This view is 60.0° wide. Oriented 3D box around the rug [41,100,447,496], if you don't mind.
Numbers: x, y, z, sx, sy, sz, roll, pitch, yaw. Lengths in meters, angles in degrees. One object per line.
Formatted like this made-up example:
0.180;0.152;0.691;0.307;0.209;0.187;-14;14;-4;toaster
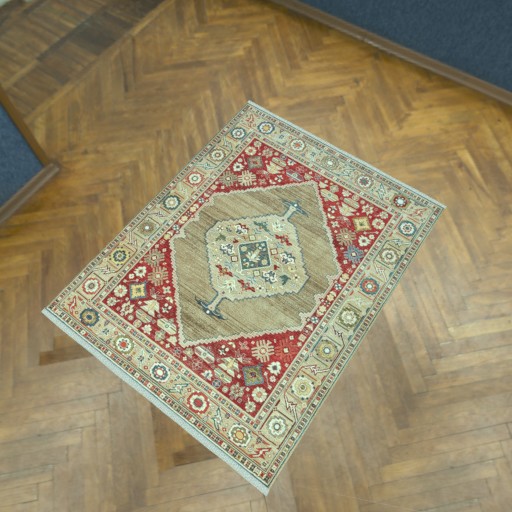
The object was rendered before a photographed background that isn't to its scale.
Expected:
0.000;0.000;4.172;2.451;0.008;3.143;33;68;15;rug
